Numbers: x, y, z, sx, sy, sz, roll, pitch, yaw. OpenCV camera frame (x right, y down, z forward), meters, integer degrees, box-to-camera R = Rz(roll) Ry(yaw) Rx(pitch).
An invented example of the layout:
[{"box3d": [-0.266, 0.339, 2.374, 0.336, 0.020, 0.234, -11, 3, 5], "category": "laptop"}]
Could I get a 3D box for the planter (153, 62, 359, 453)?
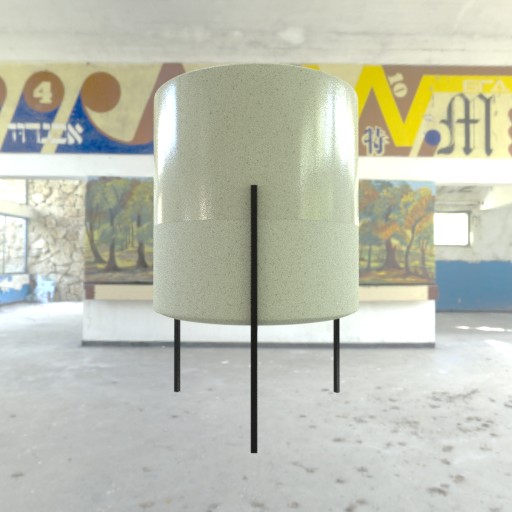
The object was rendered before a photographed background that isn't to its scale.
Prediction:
[{"box3d": [0.000, 0.000, 0.692, 0.314, 0.475, 0.323, 0, -1, 1], "category": "planter"}]
